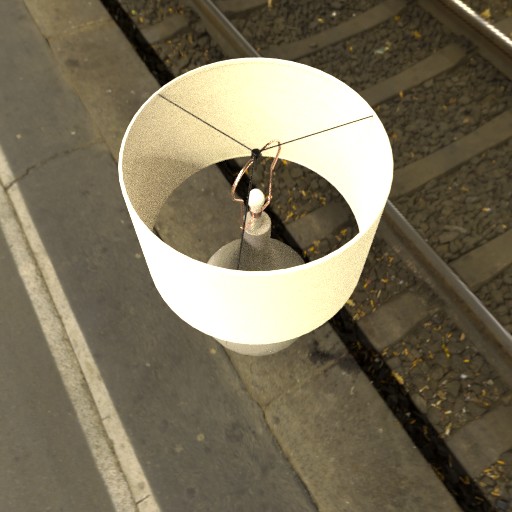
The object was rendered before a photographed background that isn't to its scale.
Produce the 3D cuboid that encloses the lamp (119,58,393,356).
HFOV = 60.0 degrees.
[{"bbox_3d":[0.000,0.000,0.730,0.330,0.521,0.330,0,63,0],"label":"lamp"}]
